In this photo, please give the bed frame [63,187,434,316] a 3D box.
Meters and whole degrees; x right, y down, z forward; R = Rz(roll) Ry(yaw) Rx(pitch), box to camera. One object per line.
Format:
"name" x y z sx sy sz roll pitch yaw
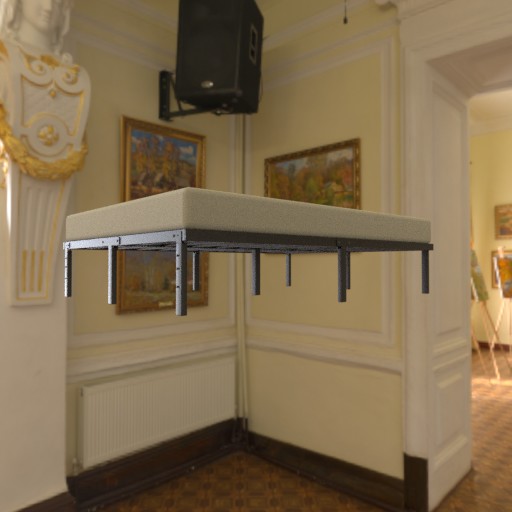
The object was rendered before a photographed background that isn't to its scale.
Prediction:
"bed frame" 0.000 0.000 3.862 2.842 0.680 2.205 1 -1 -34
